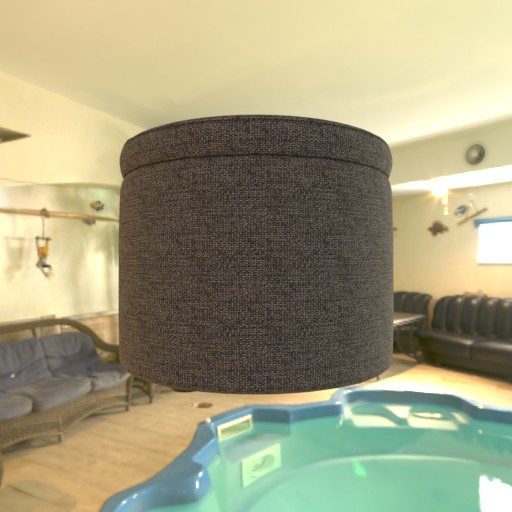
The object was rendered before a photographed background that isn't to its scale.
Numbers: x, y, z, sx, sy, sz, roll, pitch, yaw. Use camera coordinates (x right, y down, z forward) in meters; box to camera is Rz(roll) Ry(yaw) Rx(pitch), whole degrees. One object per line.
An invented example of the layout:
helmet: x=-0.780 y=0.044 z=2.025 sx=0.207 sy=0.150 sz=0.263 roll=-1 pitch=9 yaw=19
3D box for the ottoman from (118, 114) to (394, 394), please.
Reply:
ottoman: x=0.000 y=0.000 z=0.878 sx=0.520 sy=0.430 sz=0.520 roll=0 pitch=-1 yaw=0
